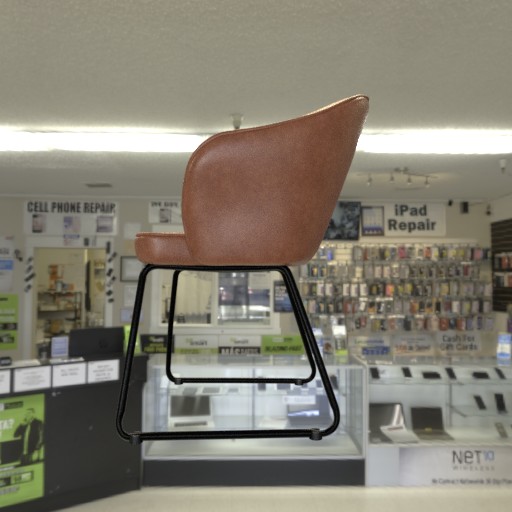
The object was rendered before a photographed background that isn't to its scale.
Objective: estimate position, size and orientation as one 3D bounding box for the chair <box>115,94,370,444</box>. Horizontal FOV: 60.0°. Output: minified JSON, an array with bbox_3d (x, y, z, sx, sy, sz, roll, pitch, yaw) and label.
[{"bbox_3d":[0.000,0.000,1.166,0.580,0.785,0.582,0,-2,0],"label":"chair"}]
